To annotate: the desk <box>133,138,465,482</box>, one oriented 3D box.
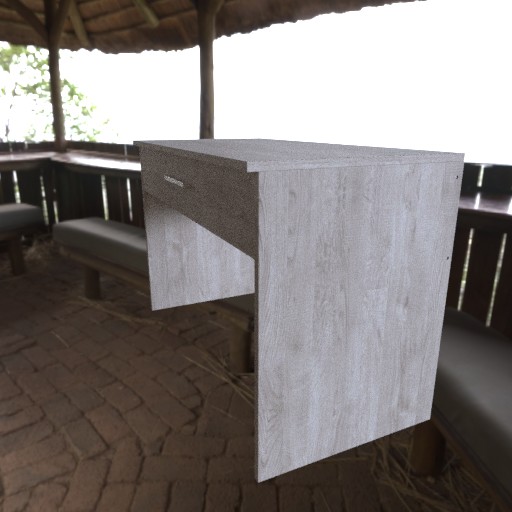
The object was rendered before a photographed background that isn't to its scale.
[{"bbox_3d":[0.000,0.000,1.500,0.560,0.730,1.100,-8,19,-24],"label":"desk"}]
